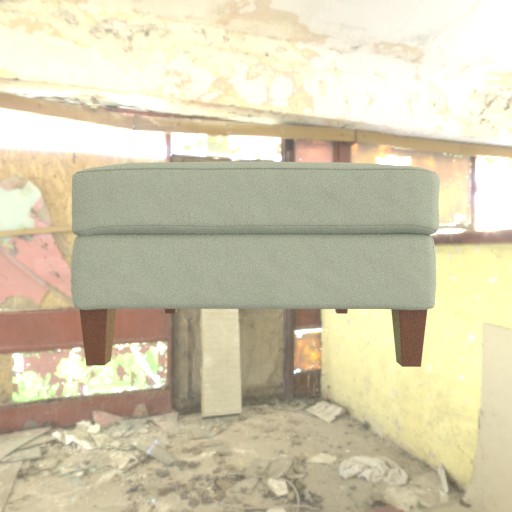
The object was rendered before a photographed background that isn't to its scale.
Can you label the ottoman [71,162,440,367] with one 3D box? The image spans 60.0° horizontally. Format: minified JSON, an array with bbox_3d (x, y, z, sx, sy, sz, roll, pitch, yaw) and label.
[{"bbox_3d":[0.000,0.000,1.457,0.842,0.494,0.991,0,1,1],"label":"ottoman"}]
